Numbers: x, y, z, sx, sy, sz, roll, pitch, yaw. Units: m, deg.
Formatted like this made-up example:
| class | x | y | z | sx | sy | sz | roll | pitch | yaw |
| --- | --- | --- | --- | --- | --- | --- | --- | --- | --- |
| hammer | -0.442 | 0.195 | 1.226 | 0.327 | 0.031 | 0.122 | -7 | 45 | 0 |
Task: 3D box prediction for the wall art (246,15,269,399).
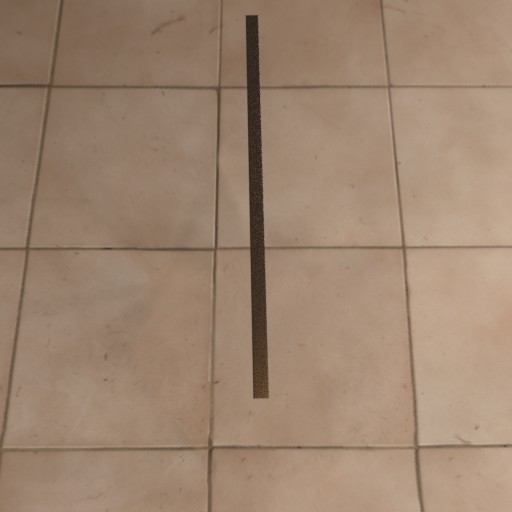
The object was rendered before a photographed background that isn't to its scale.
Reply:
| class | x | y | z | sx | sy | sz | roll | pitch | yaw |
| --- | --- | --- | --- | --- | --- | --- | --- | --- | --- |
| wall art | 0.000 | 0.000 | 0.665 | 0.013 | 0.529 | 0.376 | -1 | 76 | 0 |
